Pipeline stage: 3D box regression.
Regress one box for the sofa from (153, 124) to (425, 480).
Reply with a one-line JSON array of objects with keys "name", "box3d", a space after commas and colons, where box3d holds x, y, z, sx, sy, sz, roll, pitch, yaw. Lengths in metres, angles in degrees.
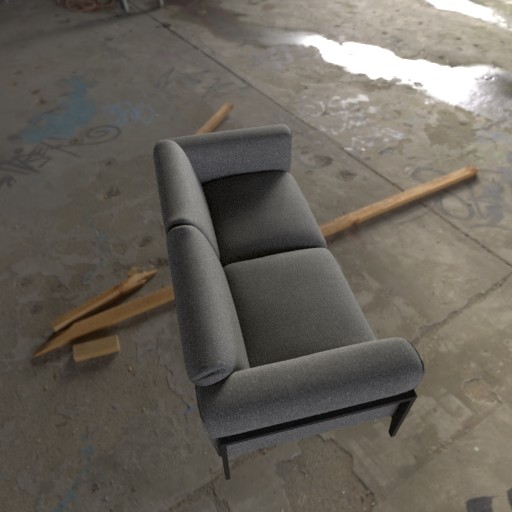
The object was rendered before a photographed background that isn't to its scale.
[{"name": "sofa", "box3d": [0.000, 0.000, 2.611, 0.985, 0.703, 2.125, -10, 47, -9]}]
